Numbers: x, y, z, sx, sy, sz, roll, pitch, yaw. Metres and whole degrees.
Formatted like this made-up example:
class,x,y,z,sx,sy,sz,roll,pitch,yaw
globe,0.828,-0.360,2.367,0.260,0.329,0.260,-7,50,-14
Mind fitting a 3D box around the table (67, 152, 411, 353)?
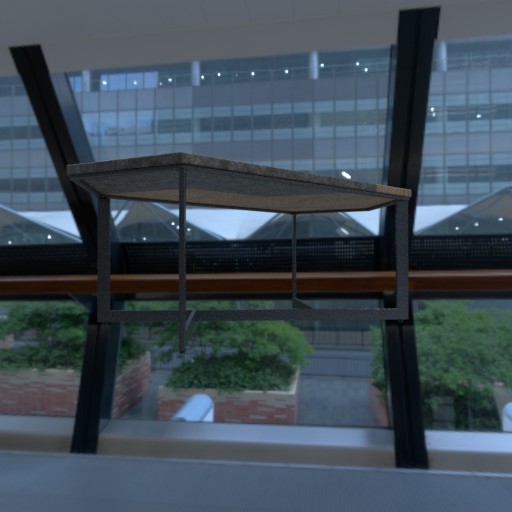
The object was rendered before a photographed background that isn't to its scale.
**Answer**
class,x,y,z,sx,sy,sz,roll,pitch,yaw
table,0.000,0.000,1.502,1.219,0.457,0.609,0,-1,-37
